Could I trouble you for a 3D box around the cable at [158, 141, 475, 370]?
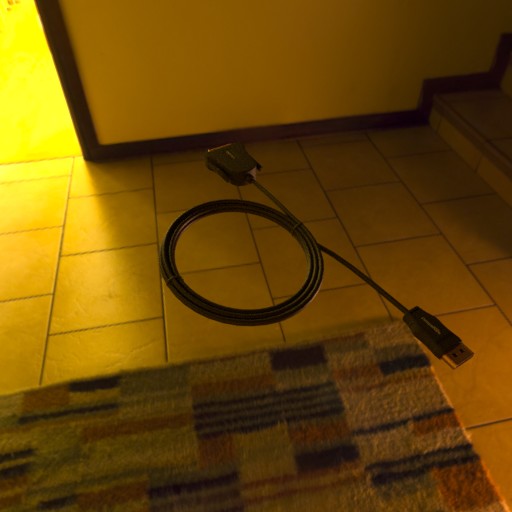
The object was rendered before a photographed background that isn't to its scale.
[{"bbox_3d":[0.000,0.000,0.325,0.136,0.015,0.281,-24,49,-22],"label":"cable"}]
